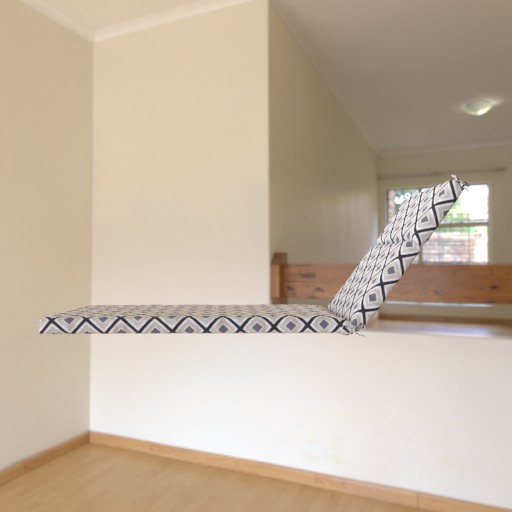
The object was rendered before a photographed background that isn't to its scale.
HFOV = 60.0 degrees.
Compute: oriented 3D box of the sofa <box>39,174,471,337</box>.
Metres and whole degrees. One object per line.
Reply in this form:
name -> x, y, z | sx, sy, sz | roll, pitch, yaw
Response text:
sofa -> 0.000, 0.000, 1.948 | 1.663, 0.622, 0.582 | 0, -1, -1
